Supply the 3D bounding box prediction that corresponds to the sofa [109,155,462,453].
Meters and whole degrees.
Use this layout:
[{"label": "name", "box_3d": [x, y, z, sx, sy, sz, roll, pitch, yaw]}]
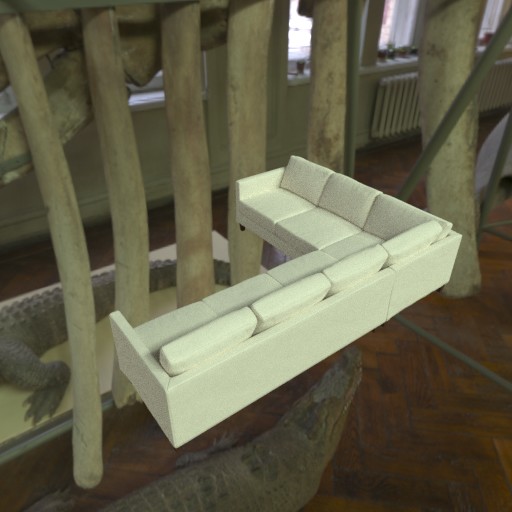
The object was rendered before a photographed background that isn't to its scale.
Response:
[{"label": "sofa", "box_3d": [0.000, 0.000, 4.398, 3.182, 0.863, 2.432, -22, 38, -30]}]
